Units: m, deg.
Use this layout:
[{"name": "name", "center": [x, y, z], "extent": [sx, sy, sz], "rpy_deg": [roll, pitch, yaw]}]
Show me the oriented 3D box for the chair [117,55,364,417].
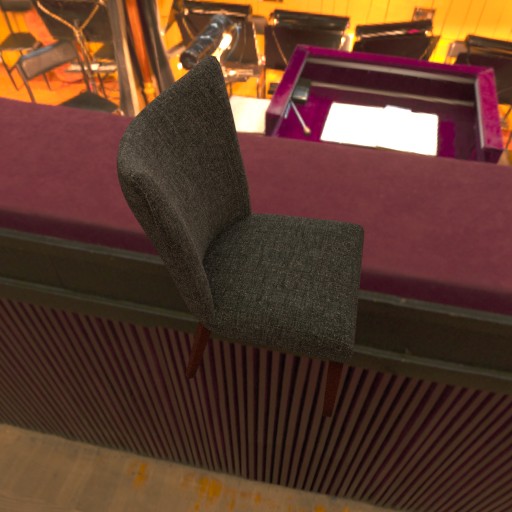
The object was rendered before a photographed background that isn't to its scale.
[{"name": "chair", "center": [0.000, 0.000, 1.305], "extent": [0.623, 0.924, 0.535], "rpy_deg": [10, 49, 9]}]
